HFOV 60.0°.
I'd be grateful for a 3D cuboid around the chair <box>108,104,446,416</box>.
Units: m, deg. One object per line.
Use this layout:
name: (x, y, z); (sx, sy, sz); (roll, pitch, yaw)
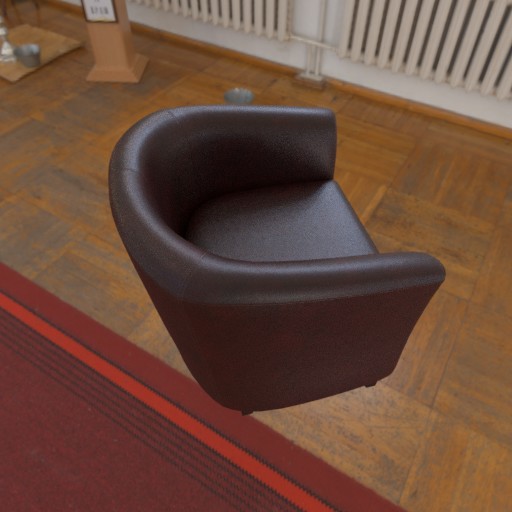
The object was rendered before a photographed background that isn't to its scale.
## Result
chair: (0.000, 0.000, 1.372); (0.727, 0.756, 0.792); (-10, 48, -9)
